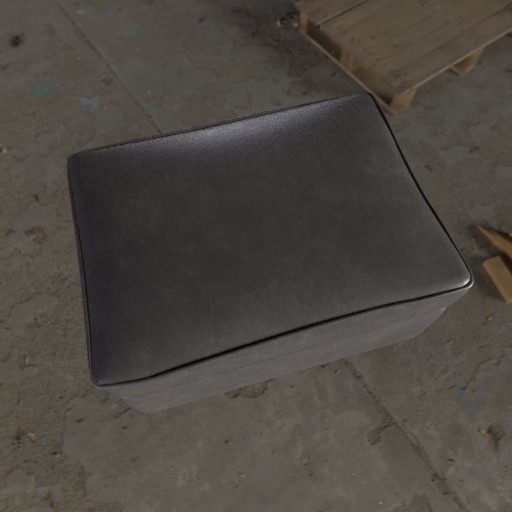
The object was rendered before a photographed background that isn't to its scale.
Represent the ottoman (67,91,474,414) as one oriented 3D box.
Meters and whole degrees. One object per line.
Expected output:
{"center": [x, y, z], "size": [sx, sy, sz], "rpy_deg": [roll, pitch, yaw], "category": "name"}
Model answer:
{"center": [0.000, 0.000, 1.095], "size": [0.756, 0.445, 0.554], "rpy_deg": [-14, 64, -7], "category": "ottoman"}
